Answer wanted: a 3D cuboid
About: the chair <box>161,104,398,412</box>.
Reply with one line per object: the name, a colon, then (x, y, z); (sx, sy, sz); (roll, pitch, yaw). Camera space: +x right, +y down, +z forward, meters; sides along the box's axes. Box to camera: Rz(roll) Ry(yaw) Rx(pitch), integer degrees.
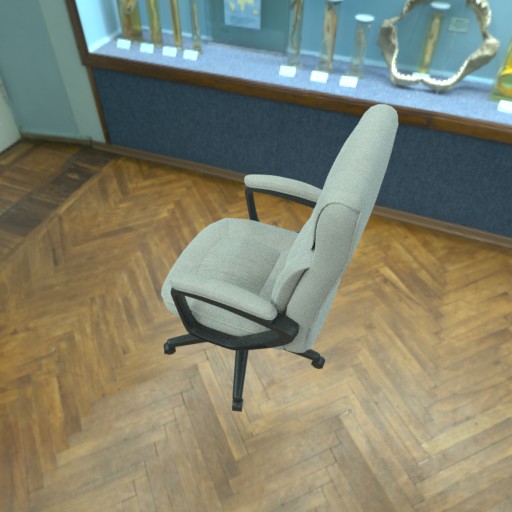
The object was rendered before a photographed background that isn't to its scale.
chair: (0.000, 0.000, 1.586); (0.724, 1.105, 0.667); (17, 48, 16)
